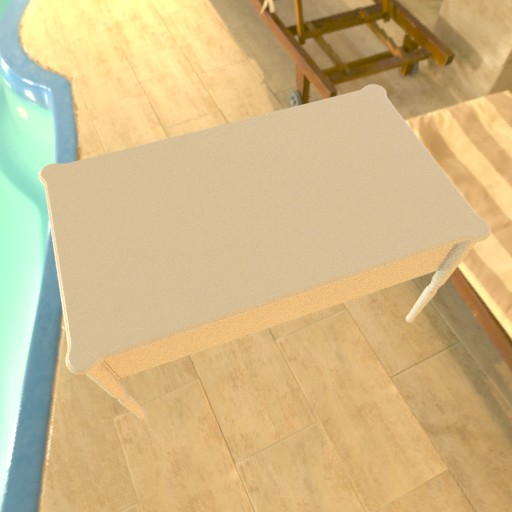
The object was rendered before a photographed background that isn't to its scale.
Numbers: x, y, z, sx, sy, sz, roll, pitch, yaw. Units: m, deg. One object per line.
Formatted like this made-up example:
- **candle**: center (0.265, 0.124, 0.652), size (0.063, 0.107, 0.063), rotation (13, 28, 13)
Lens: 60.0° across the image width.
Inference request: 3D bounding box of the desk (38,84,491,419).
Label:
- **desk**: center (0.000, 0.000, 1.831), size (1.380, 0.762, 0.807), rotation (-17, 60, -10)
